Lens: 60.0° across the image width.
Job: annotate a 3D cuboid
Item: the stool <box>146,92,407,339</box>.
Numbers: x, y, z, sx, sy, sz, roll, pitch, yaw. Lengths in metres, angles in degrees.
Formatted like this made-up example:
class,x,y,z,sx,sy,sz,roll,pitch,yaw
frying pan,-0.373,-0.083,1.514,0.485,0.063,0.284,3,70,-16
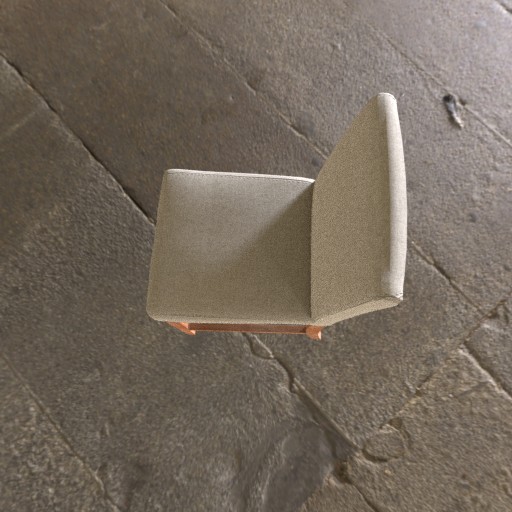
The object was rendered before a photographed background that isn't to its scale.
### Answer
class,x,y,z,sx,sy,sz,roll,pitch,yaw
stool,0.000,0.000,1.355,0.570,1.088,0.439,3,76,1
